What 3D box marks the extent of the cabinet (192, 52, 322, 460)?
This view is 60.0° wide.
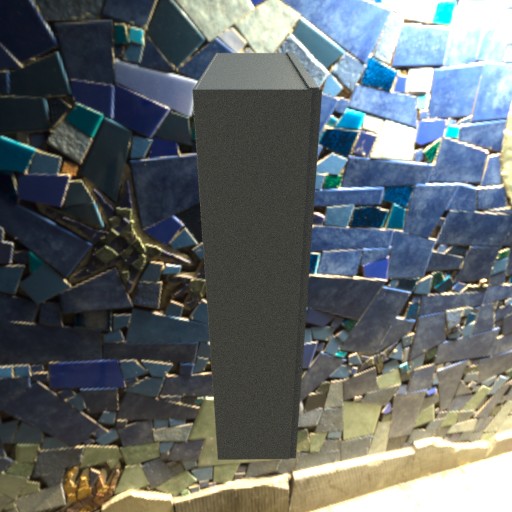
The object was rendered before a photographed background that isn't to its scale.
[{"bbox_3d":[0.000,0.000,2.713,0.480,2.160,1.250,0,30,0],"label":"cabinet"}]
